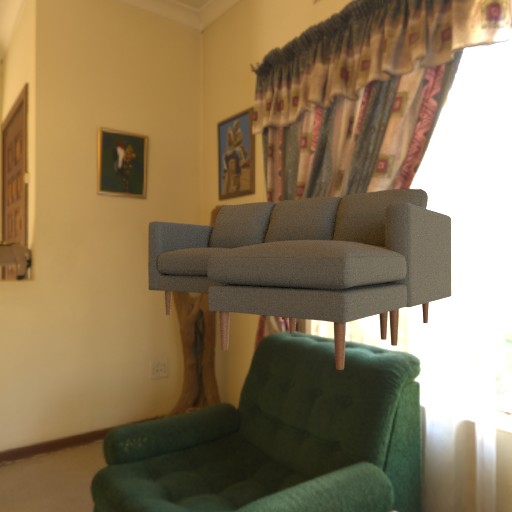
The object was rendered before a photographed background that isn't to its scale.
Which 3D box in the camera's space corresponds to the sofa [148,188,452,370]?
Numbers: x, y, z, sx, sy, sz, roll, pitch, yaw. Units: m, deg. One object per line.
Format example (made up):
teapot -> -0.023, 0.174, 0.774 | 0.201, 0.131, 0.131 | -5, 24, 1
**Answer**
sofa -> 0.000, 0.000, 2.875 | 2.031, 0.897, 1.591 | 0, 0, 37
